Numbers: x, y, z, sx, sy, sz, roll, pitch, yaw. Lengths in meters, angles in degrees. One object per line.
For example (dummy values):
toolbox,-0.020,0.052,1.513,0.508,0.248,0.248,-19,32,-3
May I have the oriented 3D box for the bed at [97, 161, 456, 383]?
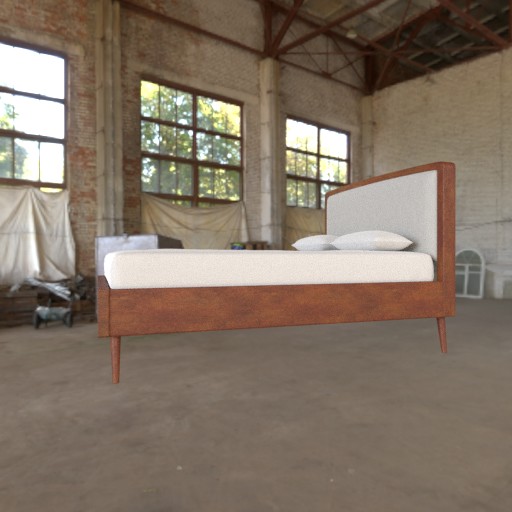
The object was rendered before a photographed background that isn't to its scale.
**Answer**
bed,0.000,0.000,3.262,2.196,1.275,1.587,0,0,-20
